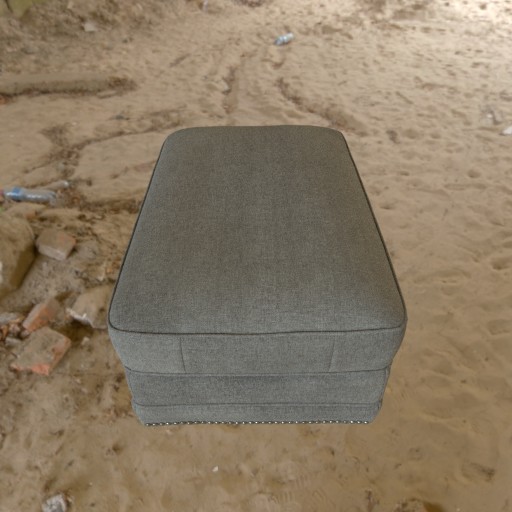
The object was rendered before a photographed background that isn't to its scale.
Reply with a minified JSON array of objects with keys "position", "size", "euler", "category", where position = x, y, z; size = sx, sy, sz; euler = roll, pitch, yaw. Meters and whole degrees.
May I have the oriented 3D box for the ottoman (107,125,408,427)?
[{"position":[0.000,0.000,1.179],"size":[0.561,0.457,0.813],"euler":[0,42,0],"category":"ottoman"}]
